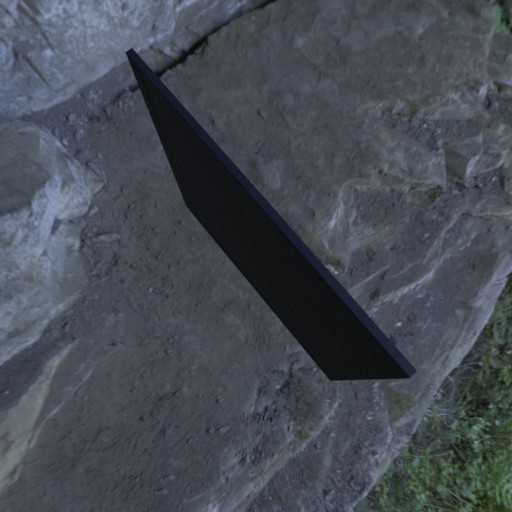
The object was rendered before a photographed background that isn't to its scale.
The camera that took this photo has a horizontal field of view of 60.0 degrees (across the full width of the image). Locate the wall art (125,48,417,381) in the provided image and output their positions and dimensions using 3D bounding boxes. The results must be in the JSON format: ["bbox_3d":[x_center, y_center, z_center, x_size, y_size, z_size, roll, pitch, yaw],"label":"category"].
[{"bbox_3d":[0.000,0.000,0.823,0.012,0.558,0.562,-38,77,-10],"label":"wall art"}]
